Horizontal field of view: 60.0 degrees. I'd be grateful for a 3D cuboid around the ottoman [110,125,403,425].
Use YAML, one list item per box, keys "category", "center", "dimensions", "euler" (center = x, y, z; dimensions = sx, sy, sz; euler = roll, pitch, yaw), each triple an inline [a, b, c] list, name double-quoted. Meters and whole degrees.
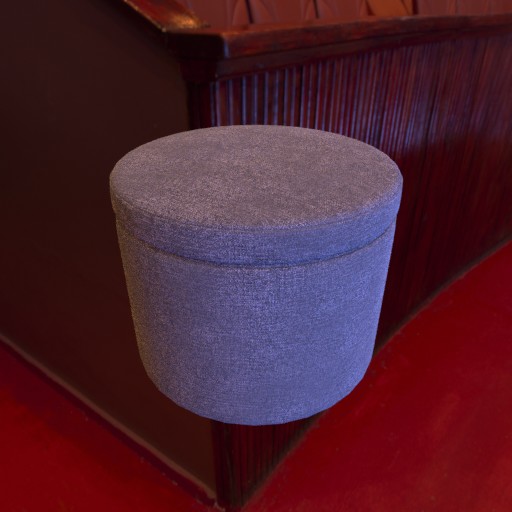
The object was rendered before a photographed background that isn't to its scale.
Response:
- category: "ottoman"
  center: [0.000, 0.000, 0.874]
  dimensions: [0.500, 0.419, 0.500]
  euler: [0, 31, 0]
